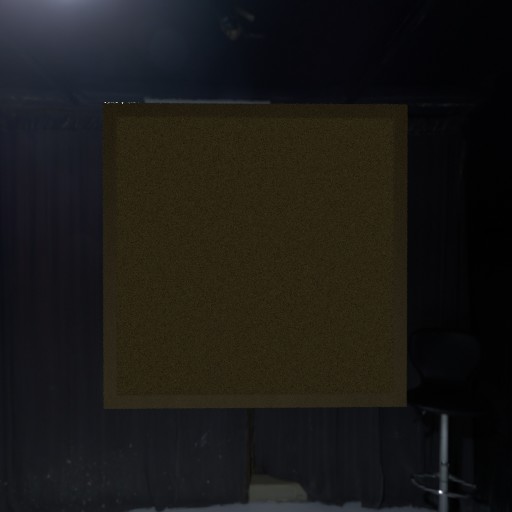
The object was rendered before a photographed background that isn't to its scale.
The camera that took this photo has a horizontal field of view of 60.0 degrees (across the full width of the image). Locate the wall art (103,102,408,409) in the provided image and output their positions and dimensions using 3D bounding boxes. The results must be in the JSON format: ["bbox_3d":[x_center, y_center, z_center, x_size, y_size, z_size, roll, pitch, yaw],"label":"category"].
[{"bbox_3d":[0.000,0.000,2.869,1.935,1.936,0.097,0,0,-1],"label":"wall art"}]
